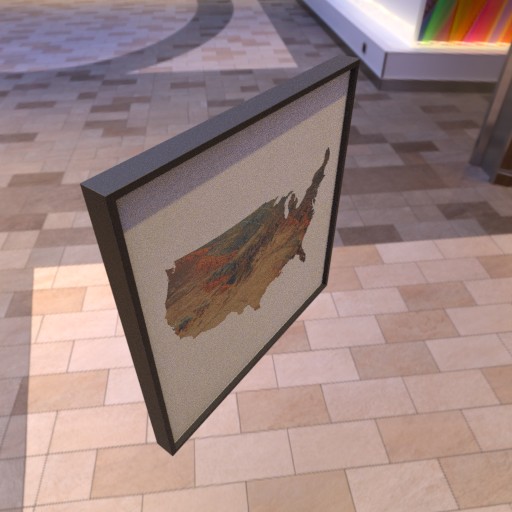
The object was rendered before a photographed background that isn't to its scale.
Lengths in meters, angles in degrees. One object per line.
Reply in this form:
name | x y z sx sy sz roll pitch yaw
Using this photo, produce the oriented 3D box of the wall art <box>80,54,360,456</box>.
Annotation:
wall art | 0.000 0.000 0.730 0.038 0.507 0.507 26 47 27
